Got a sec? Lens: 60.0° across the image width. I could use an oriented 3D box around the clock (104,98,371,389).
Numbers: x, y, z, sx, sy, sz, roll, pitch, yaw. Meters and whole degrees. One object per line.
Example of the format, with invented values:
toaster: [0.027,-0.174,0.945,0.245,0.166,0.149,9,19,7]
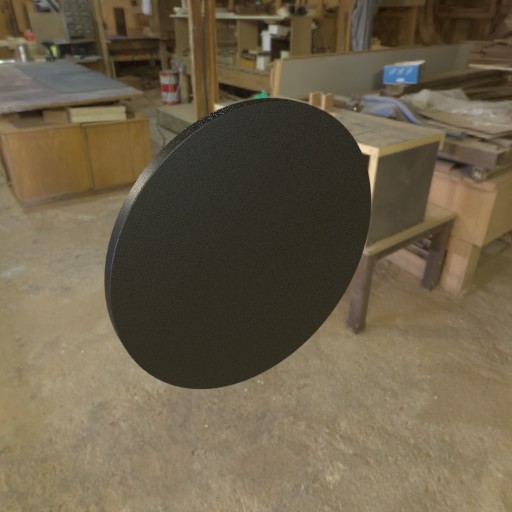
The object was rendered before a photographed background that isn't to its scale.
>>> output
clock: [0.000,0.000,0.668,0.454,0.454,0.038,-19,35,-30]
